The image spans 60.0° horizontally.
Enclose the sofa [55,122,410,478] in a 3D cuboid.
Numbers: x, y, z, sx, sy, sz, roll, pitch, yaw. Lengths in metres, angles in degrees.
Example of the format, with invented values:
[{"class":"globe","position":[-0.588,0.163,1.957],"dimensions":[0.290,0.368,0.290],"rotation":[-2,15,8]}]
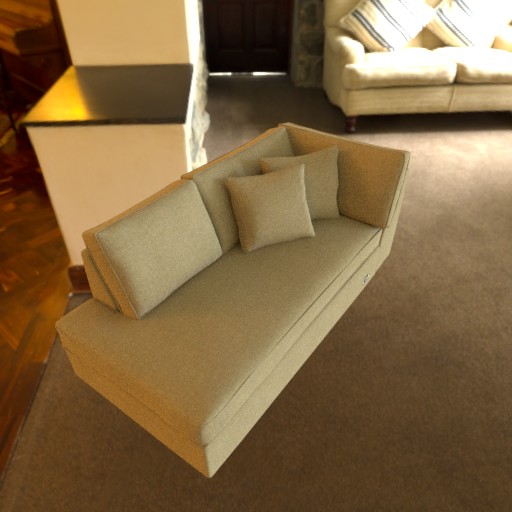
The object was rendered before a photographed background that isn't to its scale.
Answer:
[{"class":"sofa","position":[0.000,0.000,2.805],"dimensions":[1.110,1.019,2.238],"rotation":[24,44,28]}]
